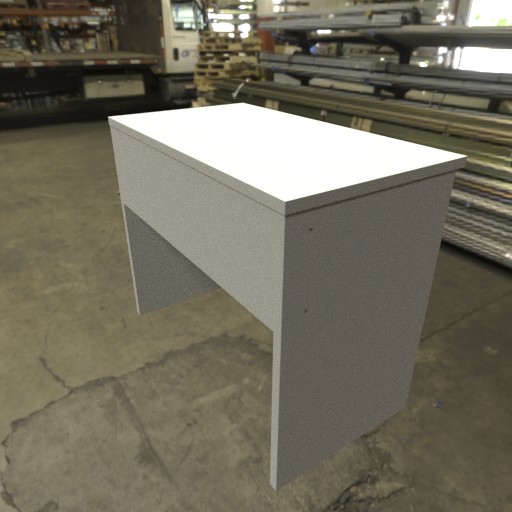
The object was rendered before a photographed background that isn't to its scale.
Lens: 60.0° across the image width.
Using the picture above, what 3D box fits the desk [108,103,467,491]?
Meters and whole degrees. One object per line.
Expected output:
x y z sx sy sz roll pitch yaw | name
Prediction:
0.000 0.000 1.334 0.498 0.729 0.900 -17 32 -30 | desk
